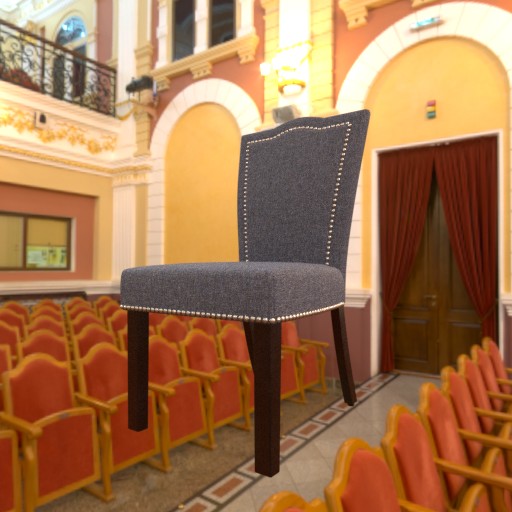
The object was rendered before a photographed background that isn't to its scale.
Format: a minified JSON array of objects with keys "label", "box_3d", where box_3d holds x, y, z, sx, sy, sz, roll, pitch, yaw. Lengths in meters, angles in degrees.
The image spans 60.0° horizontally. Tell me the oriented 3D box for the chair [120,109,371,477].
[{"label":"chair","box_3d":[0.000,0.000,1.295,0.518,0.946,0.589,-1,-1,36]}]
